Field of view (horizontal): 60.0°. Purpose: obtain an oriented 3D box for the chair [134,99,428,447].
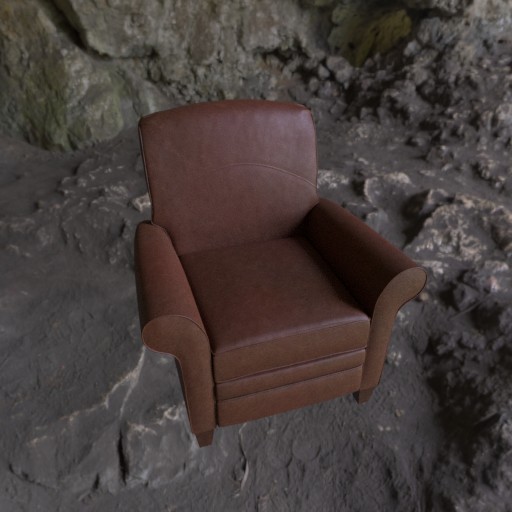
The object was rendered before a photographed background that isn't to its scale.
[{"bbox_3d":[0.000,0.000,1.799,0.978,1.061,0.902,-9,32,-15],"label":"chair"}]
